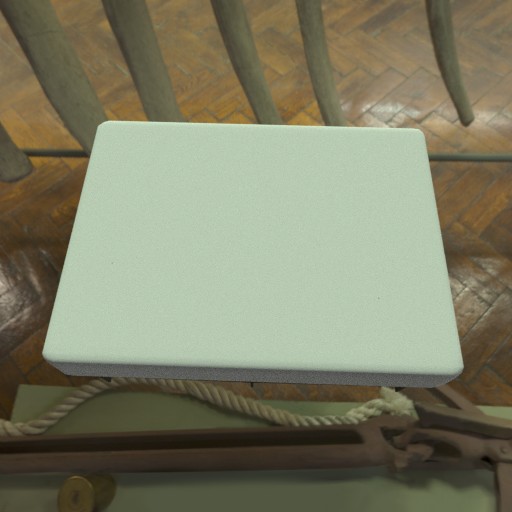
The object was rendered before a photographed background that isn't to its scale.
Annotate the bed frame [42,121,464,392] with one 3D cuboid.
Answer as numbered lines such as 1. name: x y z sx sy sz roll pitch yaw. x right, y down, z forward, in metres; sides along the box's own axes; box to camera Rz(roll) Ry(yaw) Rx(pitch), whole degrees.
1. bed frame: 0.000 0.000 2.720 2.037 0.677 1.528 2 64 1
